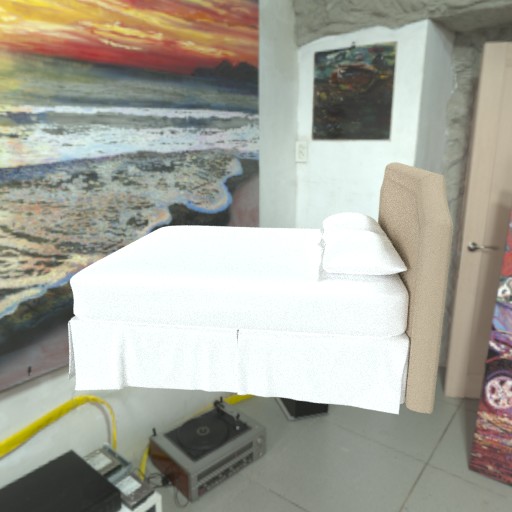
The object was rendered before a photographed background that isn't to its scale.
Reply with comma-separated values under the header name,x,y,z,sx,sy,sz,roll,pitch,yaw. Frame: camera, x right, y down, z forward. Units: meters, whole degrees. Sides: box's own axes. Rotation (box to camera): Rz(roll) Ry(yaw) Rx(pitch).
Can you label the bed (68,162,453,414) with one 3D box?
name,x,y,z,sx,sy,sz,roll,pitch,yaw
bed,0.000,0.000,3.252,2.204,1.301,1.828,2,15,8
